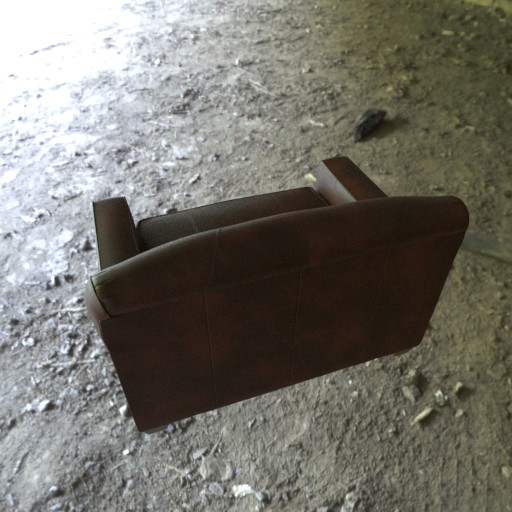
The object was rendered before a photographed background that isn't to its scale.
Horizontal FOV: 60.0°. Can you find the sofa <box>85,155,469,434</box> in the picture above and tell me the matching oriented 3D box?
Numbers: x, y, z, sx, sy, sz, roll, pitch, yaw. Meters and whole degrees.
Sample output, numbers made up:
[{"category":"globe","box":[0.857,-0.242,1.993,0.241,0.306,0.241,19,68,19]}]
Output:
[{"category":"sofa","box":[0.000,0.000,2.083,1.413,0.956,1.000,-13,43,-14]}]
